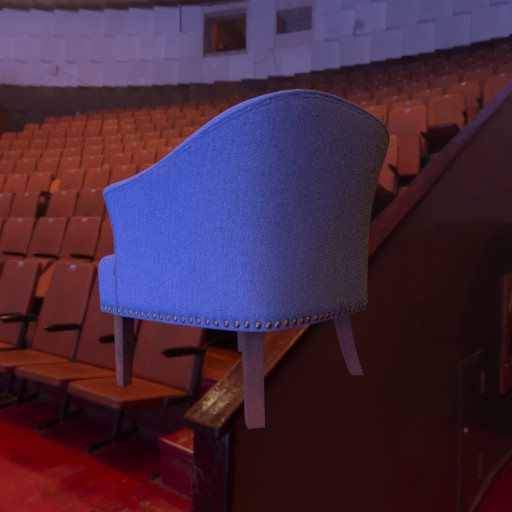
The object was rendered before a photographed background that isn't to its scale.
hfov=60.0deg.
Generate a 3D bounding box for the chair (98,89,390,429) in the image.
[{"bbox_3d":[0.000,0.000,1.405,0.704,0.815,0.798,1,1,38],"label":"chair"}]
